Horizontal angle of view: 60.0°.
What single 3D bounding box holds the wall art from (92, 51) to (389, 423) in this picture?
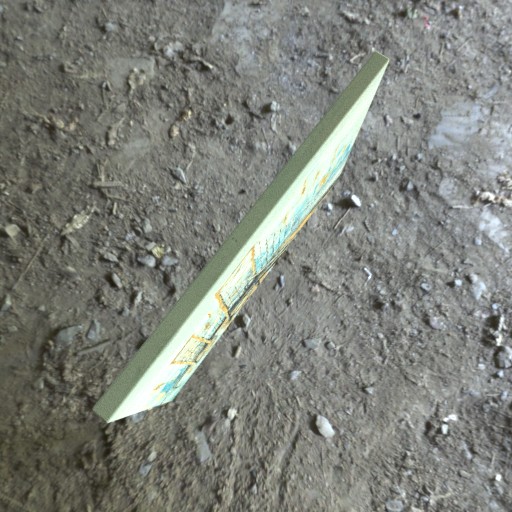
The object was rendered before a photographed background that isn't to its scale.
[{"bbox_3d":[0.000,0.000,1.151,0.038,0.609,0.913,36,78,9],"label":"wall art"}]
